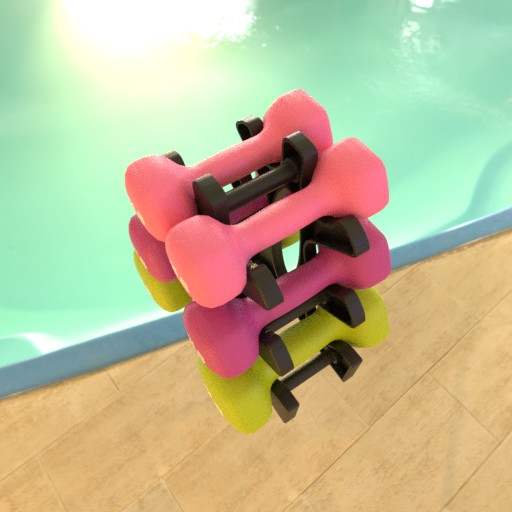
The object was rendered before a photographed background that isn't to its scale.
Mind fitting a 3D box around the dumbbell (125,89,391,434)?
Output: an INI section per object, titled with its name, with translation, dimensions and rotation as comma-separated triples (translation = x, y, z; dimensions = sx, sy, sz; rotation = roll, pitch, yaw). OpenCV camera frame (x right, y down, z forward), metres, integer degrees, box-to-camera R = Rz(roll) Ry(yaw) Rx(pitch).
[dumbbell]
translation = 0.000, 0.000, 0.437
dimensions = 0.203, 0.261, 0.257
rotation = -29, 62, -17
